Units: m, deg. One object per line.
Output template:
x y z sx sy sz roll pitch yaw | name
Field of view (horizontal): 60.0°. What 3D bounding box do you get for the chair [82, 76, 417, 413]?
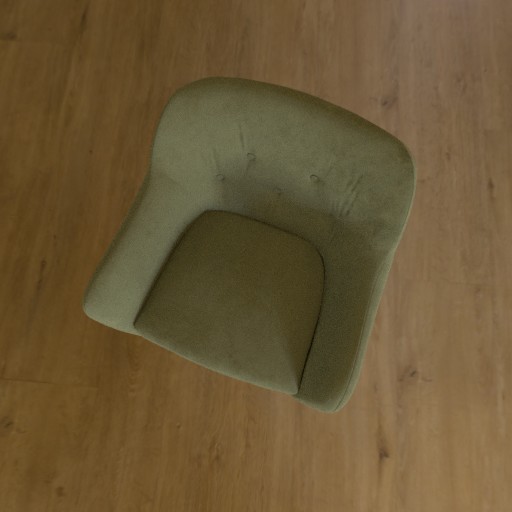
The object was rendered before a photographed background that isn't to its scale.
0.000 0.000 1.539 0.840 0.804 0.819 20 75 6 | chair
